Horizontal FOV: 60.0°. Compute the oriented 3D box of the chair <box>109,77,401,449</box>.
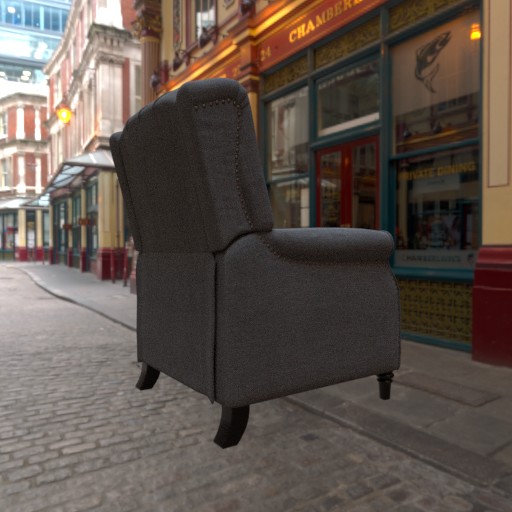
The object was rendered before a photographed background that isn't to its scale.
[{"bbox_3d":[0.000,0.000,1.644,0.898,1.035,0.742,0,1,-35],"label":"chair"}]
